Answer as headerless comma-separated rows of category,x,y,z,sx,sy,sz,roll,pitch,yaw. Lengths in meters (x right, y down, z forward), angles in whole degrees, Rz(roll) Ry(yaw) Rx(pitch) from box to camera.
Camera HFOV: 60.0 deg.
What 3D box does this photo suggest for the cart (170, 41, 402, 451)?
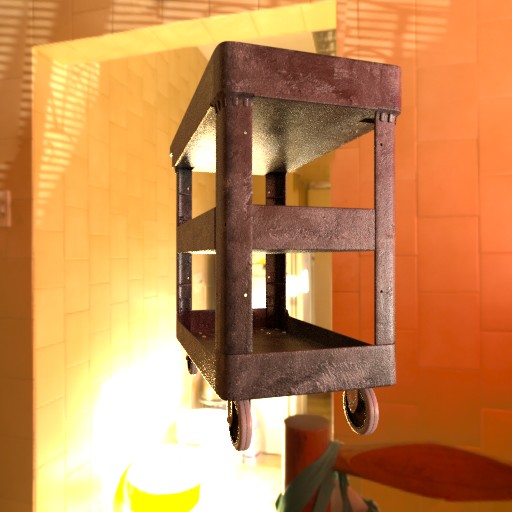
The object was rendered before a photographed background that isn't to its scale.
cart,0.000,0.000,1.320,0.420,0.824,0.877,0,0,-17
